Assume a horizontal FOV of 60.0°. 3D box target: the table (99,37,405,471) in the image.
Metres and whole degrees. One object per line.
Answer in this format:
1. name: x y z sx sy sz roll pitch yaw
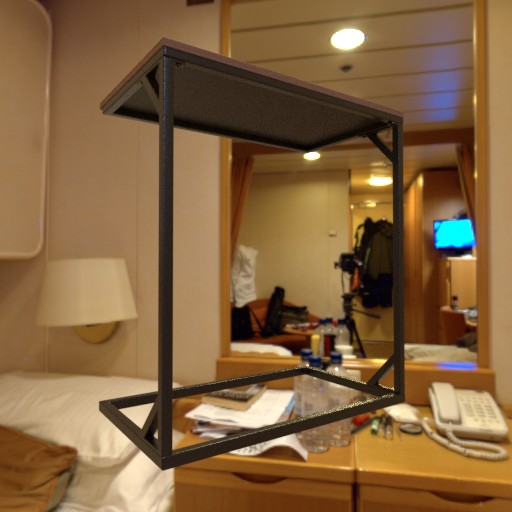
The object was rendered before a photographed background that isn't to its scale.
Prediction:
1. table: 0.000 0.000 1.000 0.597 0.673 0.351 1 -1 -35
